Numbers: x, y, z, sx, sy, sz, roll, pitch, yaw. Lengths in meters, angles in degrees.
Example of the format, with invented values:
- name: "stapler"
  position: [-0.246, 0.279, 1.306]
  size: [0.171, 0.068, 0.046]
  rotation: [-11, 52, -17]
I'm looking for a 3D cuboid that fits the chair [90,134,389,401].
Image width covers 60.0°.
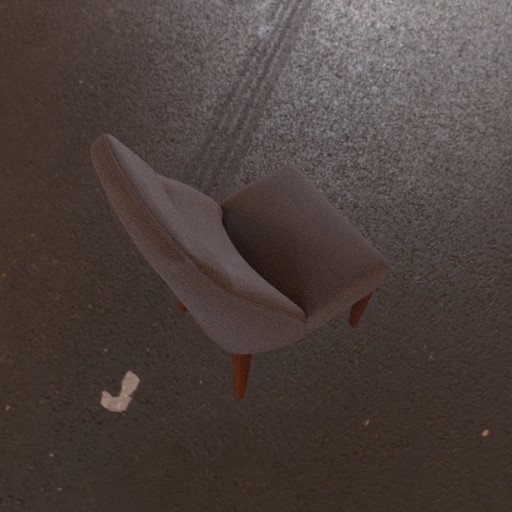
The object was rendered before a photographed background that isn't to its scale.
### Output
- name: "chair"
  position: [0.000, 0.000, 1.281]
  size: [0.620, 0.930, 0.500]
  rotation: [-30, 63, -17]
